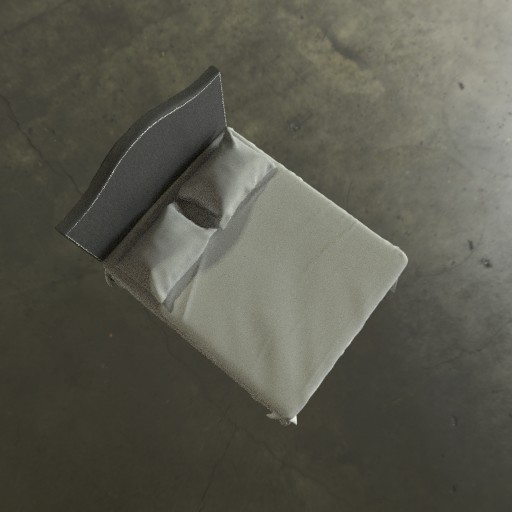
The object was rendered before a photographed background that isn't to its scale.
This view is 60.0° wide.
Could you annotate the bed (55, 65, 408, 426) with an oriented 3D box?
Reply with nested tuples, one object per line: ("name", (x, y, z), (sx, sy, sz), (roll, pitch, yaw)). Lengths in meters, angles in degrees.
("bed", (0.000, 0.000, 3.465), (2.221, 1.645, 1.876), (38, 79, 9))
